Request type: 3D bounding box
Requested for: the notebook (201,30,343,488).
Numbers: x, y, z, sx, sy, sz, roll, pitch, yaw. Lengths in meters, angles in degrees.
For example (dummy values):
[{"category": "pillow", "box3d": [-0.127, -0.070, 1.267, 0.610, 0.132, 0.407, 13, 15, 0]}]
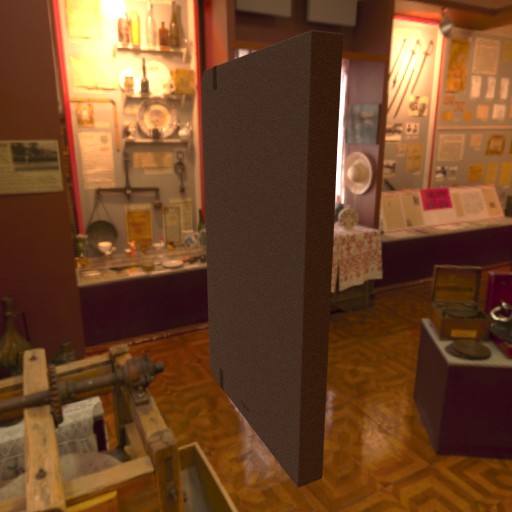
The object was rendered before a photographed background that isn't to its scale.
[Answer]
[{"category": "notebook", "box3d": [0.000, 0.000, 0.256, 0.016, 0.213, 0.127, -7, 17, -25]}]
